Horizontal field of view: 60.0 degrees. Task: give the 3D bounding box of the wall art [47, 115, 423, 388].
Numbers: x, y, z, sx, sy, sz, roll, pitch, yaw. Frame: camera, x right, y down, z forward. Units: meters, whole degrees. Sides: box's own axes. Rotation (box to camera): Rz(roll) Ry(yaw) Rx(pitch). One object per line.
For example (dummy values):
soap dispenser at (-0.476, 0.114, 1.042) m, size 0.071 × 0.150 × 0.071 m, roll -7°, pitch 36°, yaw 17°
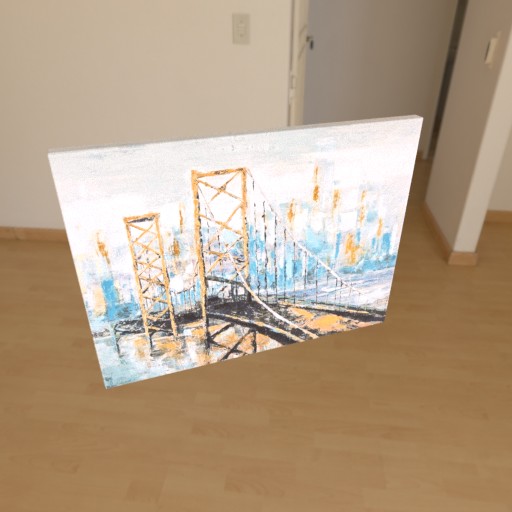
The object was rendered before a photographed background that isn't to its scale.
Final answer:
wall art at (0.000, 0.000, 1.356) m, size 1.016 × 0.762 × 0.038 m, roll -10°, pitch 32°, yaw -16°
